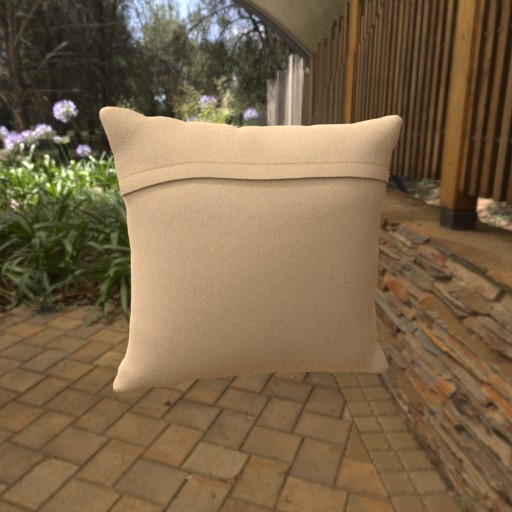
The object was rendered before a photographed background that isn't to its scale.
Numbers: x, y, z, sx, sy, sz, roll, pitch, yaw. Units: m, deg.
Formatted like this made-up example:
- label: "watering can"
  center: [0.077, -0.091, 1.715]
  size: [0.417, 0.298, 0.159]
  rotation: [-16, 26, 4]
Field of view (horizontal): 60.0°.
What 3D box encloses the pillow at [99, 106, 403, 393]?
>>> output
- label: "pillow"
  center: [0.000, 0.000, 0.799]
  size: [0.536, 0.506, 0.229]
  rotation: [-2, 15, -8]
